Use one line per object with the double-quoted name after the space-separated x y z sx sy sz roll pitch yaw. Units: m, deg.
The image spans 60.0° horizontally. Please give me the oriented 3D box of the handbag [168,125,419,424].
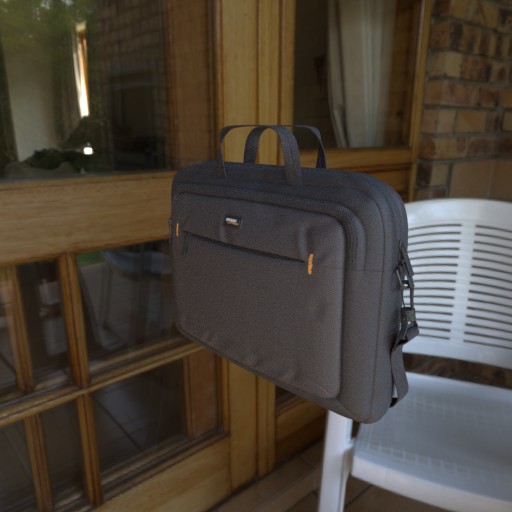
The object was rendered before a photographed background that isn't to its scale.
0.000 0.000 0.430 0.320 0.244 0.089 15 22 42 "handbag"
